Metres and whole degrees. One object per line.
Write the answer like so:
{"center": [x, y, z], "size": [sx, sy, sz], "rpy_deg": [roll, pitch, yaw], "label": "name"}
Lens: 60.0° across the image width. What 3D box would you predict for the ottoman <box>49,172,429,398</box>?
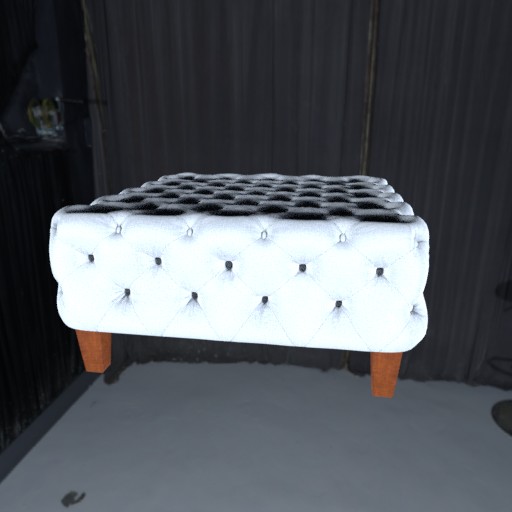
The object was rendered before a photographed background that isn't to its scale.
{"center": [0.000, 0.000, 1.189], "size": [0.758, 0.365, 0.764], "rpy_deg": [3, 17, 8], "label": "ottoman"}
